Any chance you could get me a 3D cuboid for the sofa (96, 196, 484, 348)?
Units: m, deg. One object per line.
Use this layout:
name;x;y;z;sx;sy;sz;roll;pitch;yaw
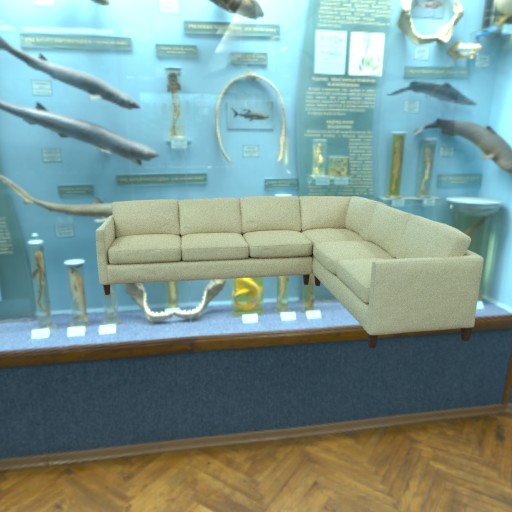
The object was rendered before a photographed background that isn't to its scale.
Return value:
sofa;0.000;0.000;4.527;3.302;0.947;2.593;-2;15;-8
